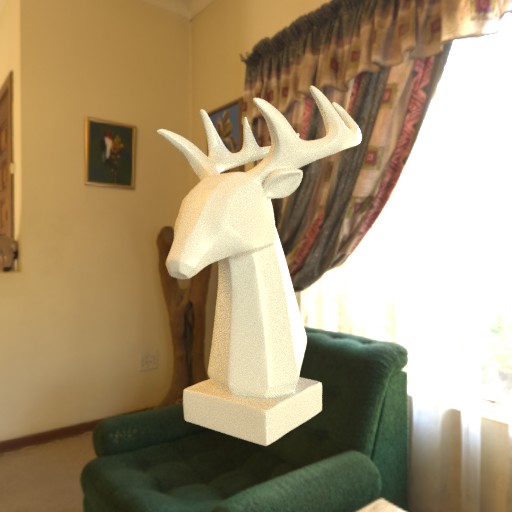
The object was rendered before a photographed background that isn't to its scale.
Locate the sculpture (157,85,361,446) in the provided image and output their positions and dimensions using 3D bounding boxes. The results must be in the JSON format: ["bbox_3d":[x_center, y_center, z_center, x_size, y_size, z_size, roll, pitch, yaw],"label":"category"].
[{"bbox_3d":[0.000,0.000,0.451,0.174,0.329,0.224,1,1,36],"label":"sculpture"}]
